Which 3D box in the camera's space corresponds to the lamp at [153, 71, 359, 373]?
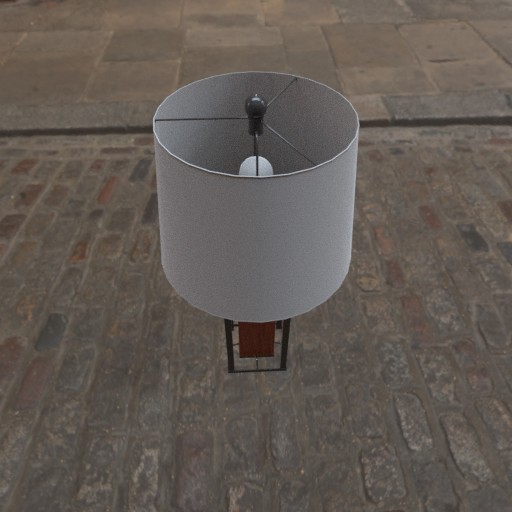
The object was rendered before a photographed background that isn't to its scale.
[{"bbox_3d":[0.000,0.000,0.774,0.320,0.591,0.320,0,46,0],"label":"lamp"}]
